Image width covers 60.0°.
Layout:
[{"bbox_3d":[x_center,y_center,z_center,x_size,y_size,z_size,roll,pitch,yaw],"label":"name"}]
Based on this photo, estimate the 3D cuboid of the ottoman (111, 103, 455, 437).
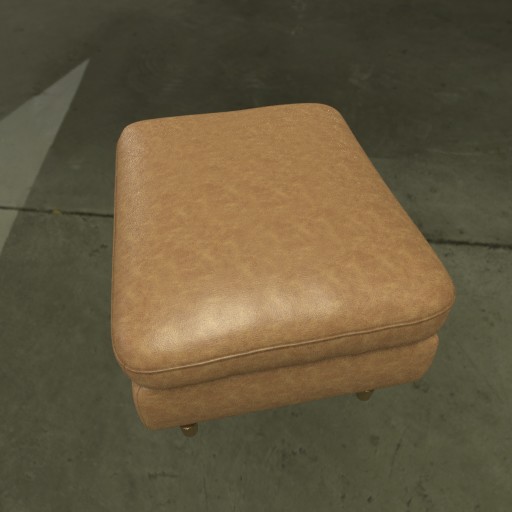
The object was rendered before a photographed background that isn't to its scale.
[{"bbox_3d":[0.000,0.000,1.061,0.593,0.478,0.747,-9,46,-8],"label":"ottoman"}]
